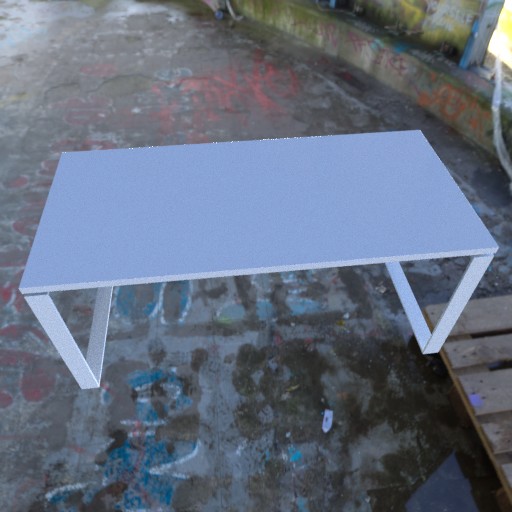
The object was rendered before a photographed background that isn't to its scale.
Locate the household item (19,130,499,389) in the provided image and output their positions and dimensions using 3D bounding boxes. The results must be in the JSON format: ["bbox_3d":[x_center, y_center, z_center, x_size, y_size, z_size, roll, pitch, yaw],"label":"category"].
[{"bbox_3d":[0.000,0.000,2.100,1.700,0.745,0.800,-5,47,-4],"label":"household item"}]
